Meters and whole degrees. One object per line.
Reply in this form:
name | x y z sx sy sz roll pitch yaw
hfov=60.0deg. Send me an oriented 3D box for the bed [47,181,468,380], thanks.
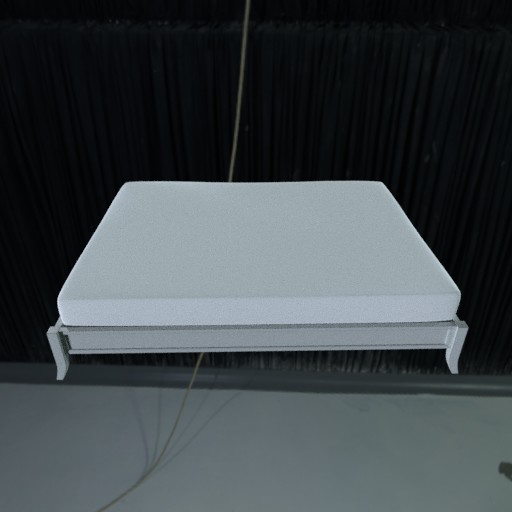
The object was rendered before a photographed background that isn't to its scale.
bed | 0.000 0.000 2.878 2.108 0.510 1.604 -1 31 -1
